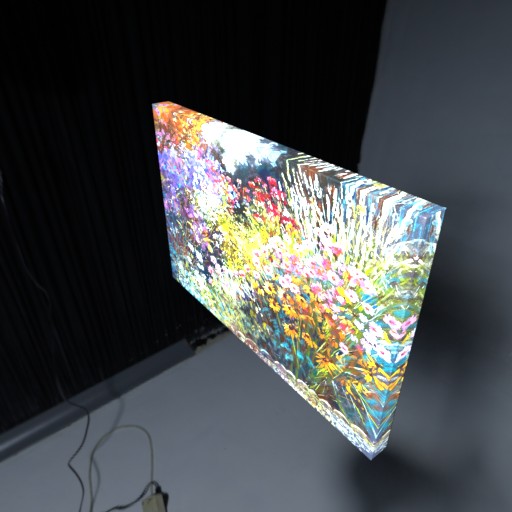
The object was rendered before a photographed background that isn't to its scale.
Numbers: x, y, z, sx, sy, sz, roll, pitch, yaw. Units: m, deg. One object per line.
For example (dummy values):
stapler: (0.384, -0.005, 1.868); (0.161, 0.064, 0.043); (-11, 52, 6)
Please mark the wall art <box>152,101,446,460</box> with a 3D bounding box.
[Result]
wall art: (0.000, 0.000, 0.770); (0.037, 0.406, 0.610); (-22, 38, -31)
